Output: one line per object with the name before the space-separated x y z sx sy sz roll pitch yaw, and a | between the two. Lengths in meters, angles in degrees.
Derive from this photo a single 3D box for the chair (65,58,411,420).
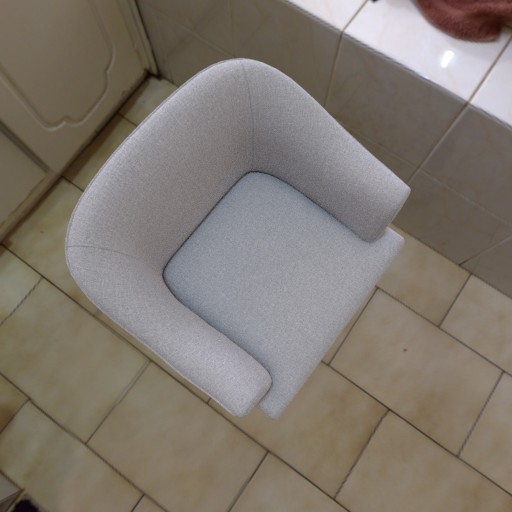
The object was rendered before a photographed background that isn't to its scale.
chair | 0.000 0.000 1.387 0.704 0.815 0.798 37 78 9
